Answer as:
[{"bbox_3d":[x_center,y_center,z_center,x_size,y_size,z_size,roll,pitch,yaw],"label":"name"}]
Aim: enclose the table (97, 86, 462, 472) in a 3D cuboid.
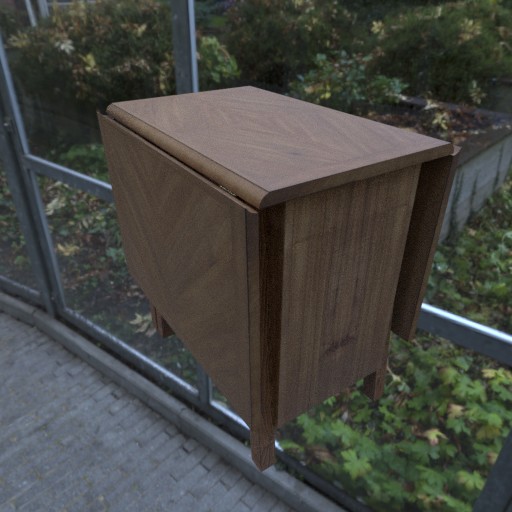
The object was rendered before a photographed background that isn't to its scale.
[{"bbox_3d":[0.000,0.000,1.624,0.701,0.981,0.967,-19,36,-29],"label":"table"}]
